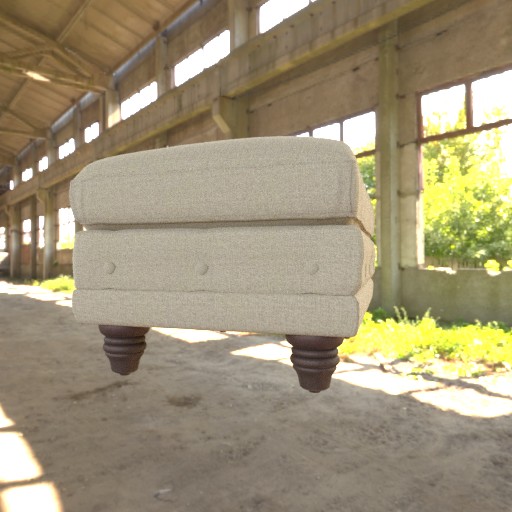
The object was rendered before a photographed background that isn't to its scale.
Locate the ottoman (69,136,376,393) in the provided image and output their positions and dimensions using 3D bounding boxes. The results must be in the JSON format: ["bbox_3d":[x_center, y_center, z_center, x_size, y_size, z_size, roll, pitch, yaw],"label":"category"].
[{"bbox_3d":[0.000,0.000,1.055,0.541,0.463,0.684,0,0,17],"label":"ottoman"}]
